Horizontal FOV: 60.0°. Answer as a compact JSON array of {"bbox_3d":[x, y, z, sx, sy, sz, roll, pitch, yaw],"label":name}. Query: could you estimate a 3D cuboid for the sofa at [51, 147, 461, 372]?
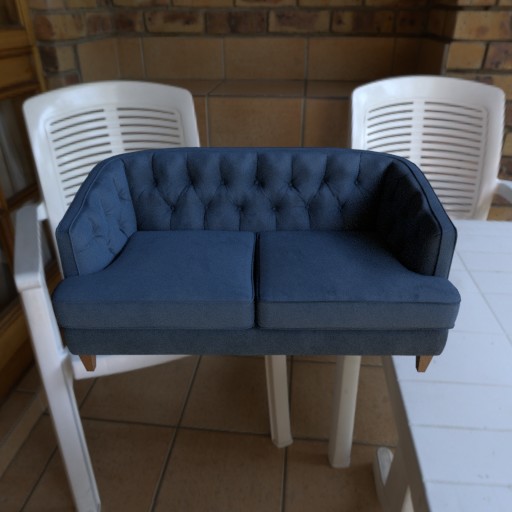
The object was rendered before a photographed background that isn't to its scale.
[{"bbox_3d":[0.000,0.000,2.227,1.733,0.854,0.941,0,30,0],"label":"sofa"}]
